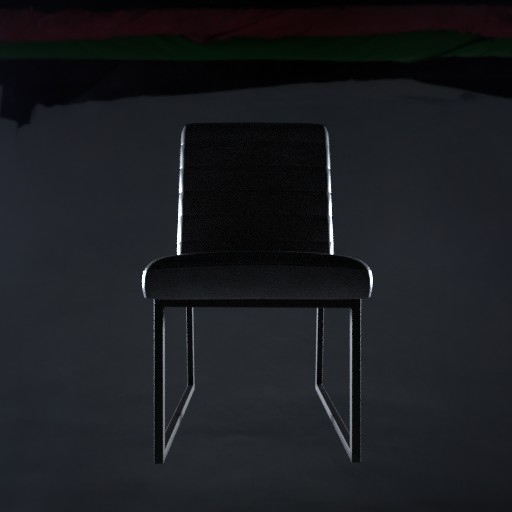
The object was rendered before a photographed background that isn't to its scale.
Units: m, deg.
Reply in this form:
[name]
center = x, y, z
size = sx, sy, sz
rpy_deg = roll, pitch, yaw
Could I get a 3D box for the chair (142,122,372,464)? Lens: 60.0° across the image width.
[chair]
center = 0.000, 0.000, 1.291
size = 0.520, 0.930, 0.634
rpy_deg = 0, 0, -1
